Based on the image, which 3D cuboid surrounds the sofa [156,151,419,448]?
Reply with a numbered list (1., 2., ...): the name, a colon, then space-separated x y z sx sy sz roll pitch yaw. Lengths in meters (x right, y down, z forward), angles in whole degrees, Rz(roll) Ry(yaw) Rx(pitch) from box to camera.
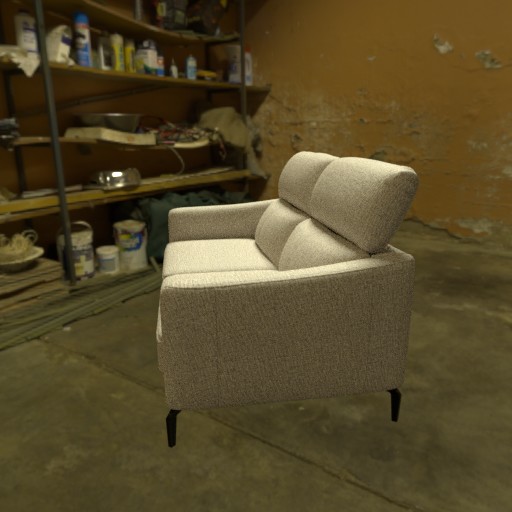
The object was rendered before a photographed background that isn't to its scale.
1. sofa: 0.000 0.000 2.143 0.905 0.950 1.540 -3 16 -9
